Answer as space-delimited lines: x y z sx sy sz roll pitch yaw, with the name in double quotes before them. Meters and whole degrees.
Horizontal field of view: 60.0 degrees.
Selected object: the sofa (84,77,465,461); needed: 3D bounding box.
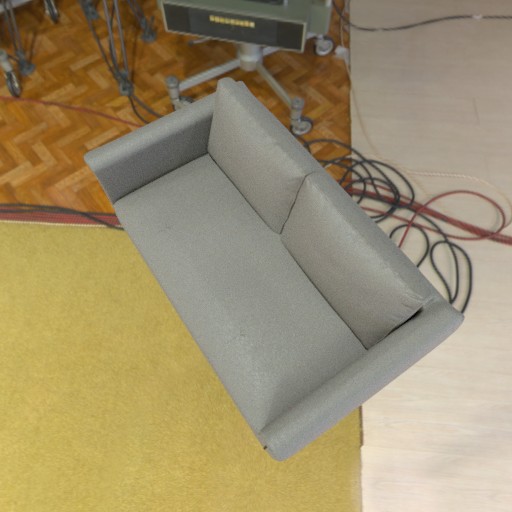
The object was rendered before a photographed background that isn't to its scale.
"sofa" 0.000 0.000 2.100 0.899 0.873 1.598 -31 67 -15
